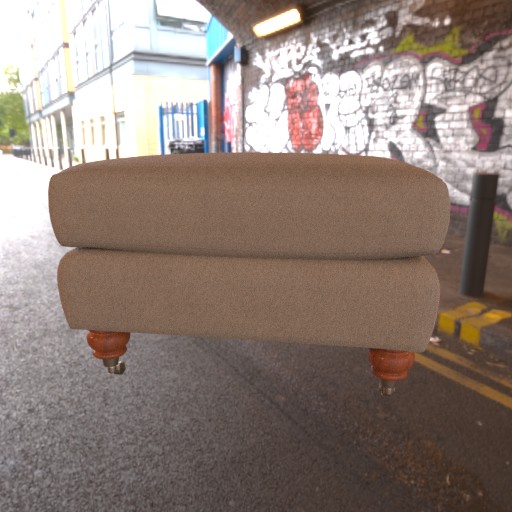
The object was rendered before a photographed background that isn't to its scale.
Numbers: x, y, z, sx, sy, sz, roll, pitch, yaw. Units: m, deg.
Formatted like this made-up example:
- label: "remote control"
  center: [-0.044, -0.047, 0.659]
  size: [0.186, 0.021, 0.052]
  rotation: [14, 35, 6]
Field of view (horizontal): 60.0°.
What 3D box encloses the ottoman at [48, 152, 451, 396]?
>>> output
- label: "ottoman"
  center: [0.000, 0.000, 1.107]
  size: [0.773, 0.504, 0.569]
  rotation: [2, 14, 8]
